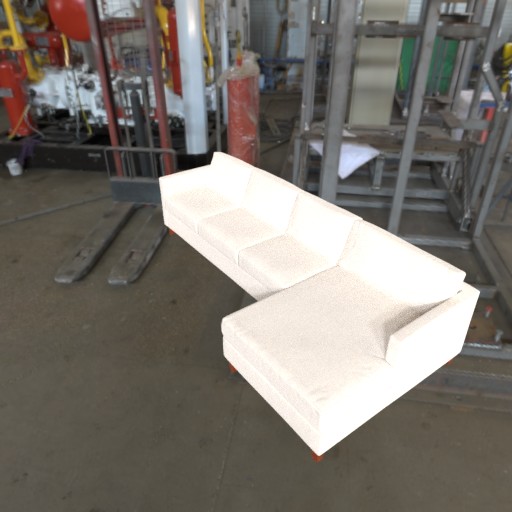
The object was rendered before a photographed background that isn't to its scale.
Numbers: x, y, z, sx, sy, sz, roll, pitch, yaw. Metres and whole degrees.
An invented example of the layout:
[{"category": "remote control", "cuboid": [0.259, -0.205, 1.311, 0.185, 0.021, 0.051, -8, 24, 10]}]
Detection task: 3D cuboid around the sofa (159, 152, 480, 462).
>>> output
[{"category": "sofa", "cuboid": [0.000, 0.000, 4.179, 1.606, 0.954, 3.471, -21, 38, -30]}]
